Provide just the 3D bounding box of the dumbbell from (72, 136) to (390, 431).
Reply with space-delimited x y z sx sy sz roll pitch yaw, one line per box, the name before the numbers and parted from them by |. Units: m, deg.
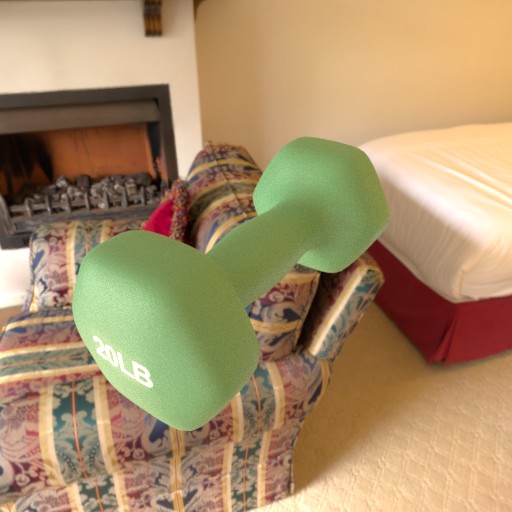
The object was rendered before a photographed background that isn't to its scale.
dumbbell | 0.000 0.000 0.329 0.126 0.114 0.257 22 39 29
